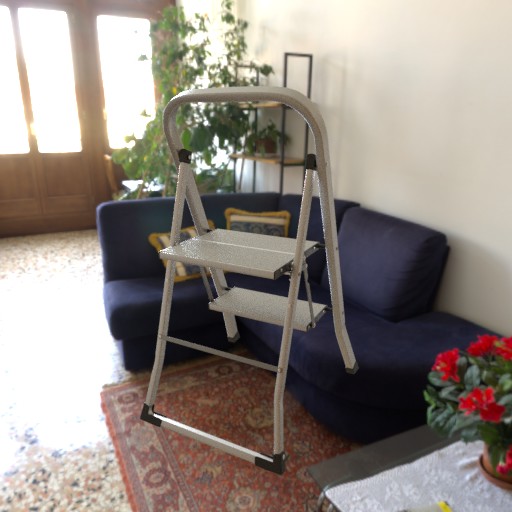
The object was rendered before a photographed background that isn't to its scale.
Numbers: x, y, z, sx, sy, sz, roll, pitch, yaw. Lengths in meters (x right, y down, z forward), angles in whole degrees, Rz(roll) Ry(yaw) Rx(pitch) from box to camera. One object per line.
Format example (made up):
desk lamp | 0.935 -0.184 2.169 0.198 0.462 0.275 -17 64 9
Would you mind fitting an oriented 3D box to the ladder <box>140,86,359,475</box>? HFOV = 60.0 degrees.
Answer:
ladder | 0.000 0.000 1.179 0.465 0.830 0.530 9 19 27
